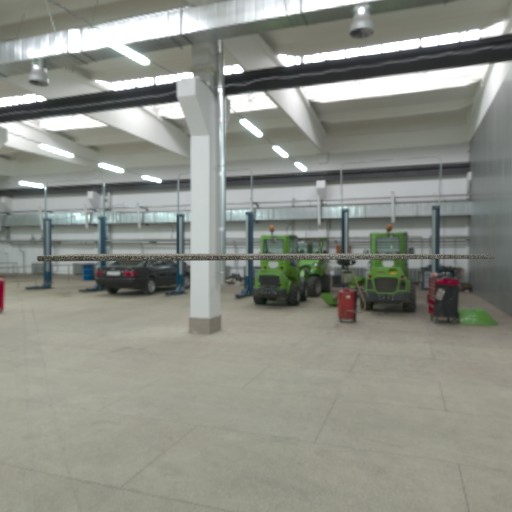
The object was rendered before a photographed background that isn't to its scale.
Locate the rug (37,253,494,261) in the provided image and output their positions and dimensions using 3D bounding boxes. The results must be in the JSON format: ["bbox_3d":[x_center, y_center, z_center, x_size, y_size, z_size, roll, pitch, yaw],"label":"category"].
[{"bbox_3d":[0.000,0.000,3.351,2.699,0.026,1.802,0,1,-16],"label":"rug"}]
